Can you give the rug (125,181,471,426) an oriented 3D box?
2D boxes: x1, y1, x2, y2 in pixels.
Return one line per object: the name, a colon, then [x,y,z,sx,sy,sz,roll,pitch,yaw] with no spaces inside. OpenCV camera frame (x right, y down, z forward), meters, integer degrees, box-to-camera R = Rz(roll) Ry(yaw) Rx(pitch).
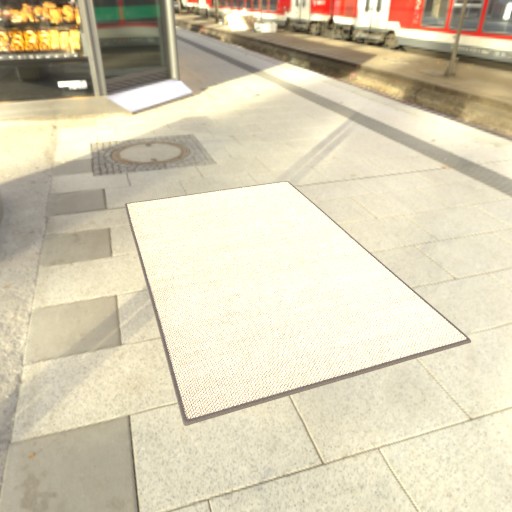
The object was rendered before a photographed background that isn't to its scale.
rug: [0.000,0.000,2.129,1.067,0.013,1.676,-11,33,-17]
